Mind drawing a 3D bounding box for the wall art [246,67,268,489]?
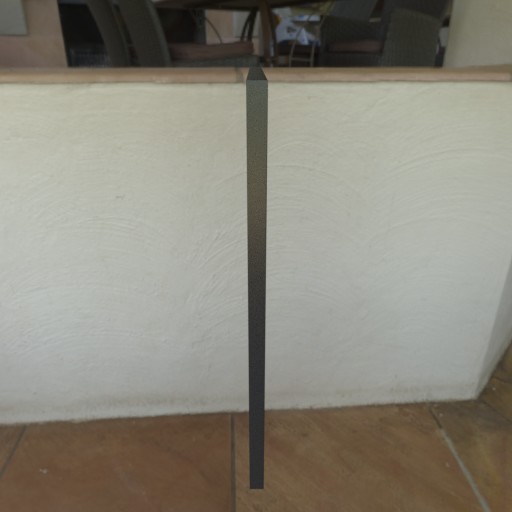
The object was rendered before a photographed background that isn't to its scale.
[{"bbox_3d":[0.000,0.000,1.380,0.039,1.061,0.804,0,25,0],"label":"wall art"}]
